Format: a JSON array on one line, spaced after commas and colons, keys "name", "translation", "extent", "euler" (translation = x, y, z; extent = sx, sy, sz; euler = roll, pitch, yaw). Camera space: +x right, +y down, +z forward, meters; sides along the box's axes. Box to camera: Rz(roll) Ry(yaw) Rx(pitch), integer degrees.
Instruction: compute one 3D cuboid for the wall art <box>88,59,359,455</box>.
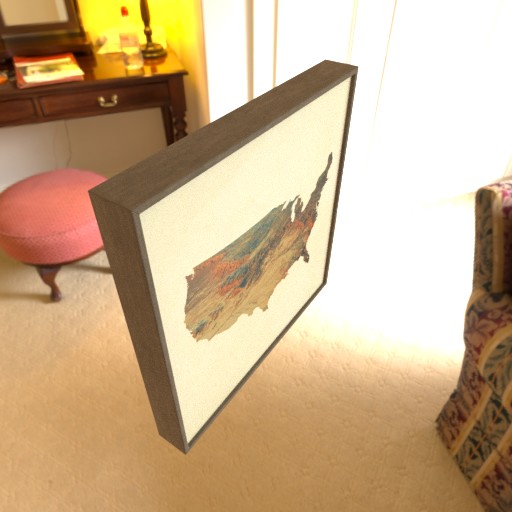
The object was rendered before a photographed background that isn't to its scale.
[{"name": "wall art", "translation": [0.000, 0.000, 0.453], "extent": [0.038, 0.302, 0.303], "euler": [25, 47, 26]}]
